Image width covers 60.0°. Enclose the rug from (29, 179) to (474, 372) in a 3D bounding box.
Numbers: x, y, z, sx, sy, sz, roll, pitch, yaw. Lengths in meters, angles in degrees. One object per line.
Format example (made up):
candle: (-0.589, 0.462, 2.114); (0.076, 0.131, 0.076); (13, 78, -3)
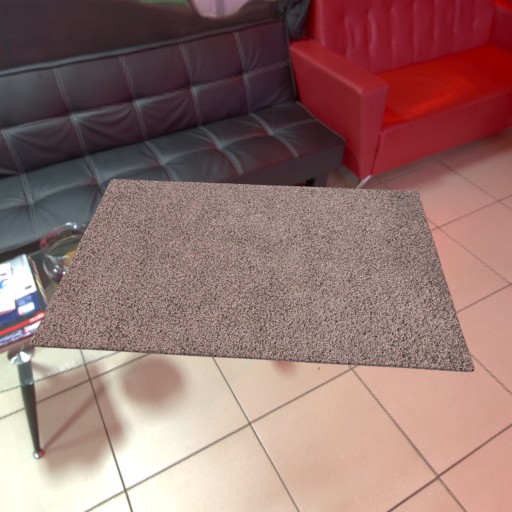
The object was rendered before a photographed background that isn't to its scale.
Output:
rug: (0.000, 0.000, 3.336); (2.743, 0.030, 1.778); (3, 45, 3)
